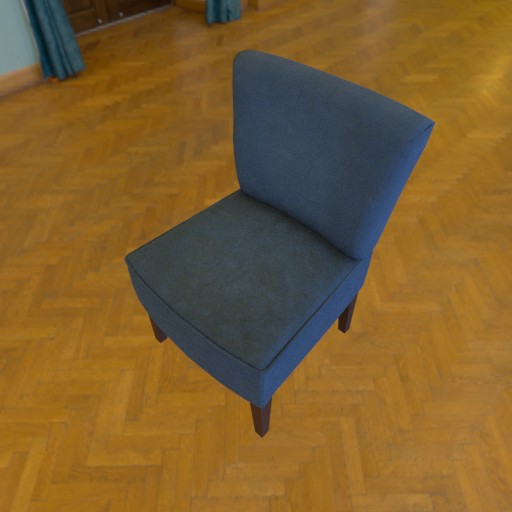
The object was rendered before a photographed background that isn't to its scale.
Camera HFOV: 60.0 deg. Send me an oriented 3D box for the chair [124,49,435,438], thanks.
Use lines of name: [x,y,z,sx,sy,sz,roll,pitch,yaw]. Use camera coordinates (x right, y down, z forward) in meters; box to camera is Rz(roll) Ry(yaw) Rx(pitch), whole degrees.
chair: [0.000,0.000,1.176,0.521,0.806,0.551,34,56,27]
